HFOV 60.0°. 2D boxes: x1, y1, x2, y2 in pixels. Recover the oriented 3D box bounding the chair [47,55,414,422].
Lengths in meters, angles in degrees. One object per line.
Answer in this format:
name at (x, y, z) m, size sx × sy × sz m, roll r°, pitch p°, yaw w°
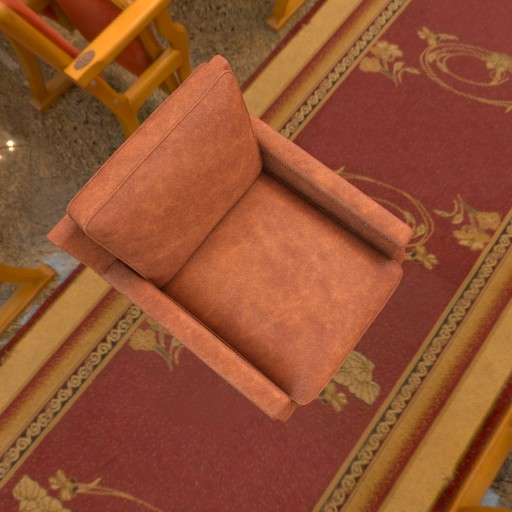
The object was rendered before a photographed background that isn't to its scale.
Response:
chair at (0.000, 0.000, 1.700) m, size 1.014 × 0.943 × 0.853 m, roll 38°, pitch 79°, yaw 8°
